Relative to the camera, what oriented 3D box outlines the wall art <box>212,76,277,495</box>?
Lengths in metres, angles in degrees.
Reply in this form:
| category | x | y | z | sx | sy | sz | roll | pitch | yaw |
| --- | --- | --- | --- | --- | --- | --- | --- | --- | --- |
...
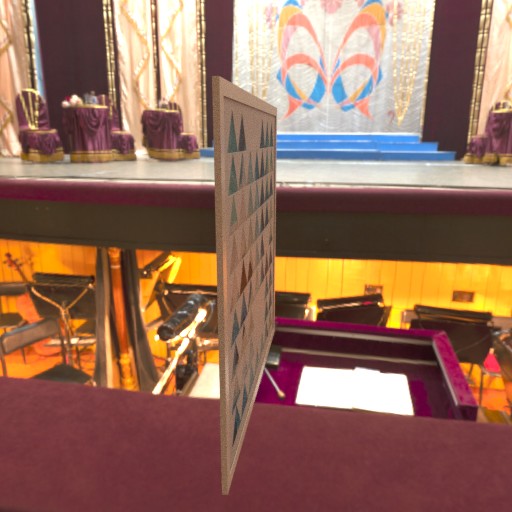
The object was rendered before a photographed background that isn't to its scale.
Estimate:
| category | x | y | z | sx | sy | sz | roll | pitch | yaw |
| --- | --- | --- | --- | --- | --- | --- | --- | --- | --- |
| wall art | 0.000 | 0.000 | 1.200 | 0.012 | 0.809 | 0.809 | 2 | 15 | 9 |
